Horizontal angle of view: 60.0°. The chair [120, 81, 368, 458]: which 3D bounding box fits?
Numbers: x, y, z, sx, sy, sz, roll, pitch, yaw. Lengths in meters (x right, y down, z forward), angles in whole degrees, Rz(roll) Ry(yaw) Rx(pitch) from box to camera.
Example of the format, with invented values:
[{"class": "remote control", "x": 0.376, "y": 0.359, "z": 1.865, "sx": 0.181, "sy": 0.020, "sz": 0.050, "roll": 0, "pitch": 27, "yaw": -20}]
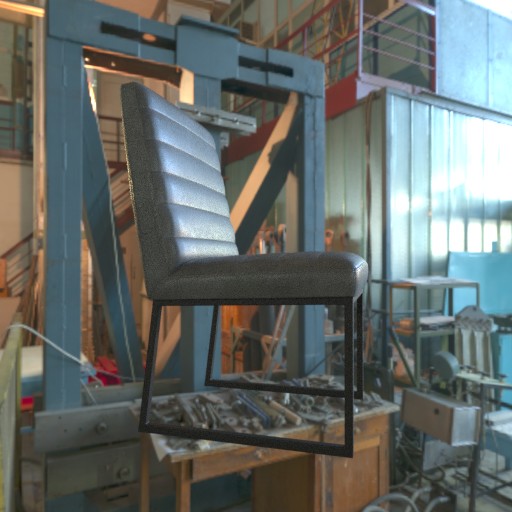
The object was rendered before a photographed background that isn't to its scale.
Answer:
[{"class": "chair", "x": 0.000, "y": 0.000, "z": 1.321, "sx": 0.634, "sy": 0.930, "sz": 0.520, "roll": 0, "pitch": 0, "yaw": 16}]
